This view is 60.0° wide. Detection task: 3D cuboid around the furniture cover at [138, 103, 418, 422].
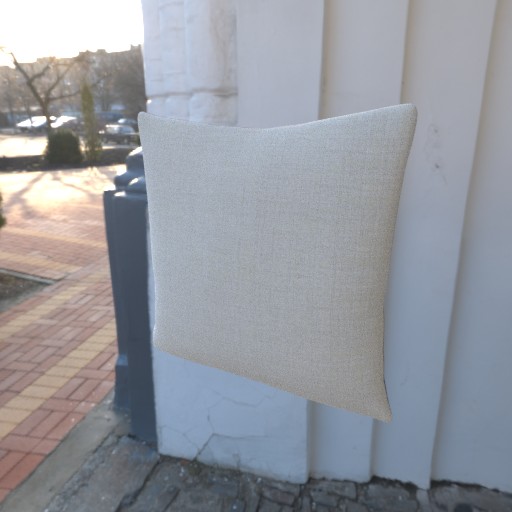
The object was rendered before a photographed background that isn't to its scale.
[{"bbox_3d":[0.000,0.000,0.657,0.435,0.420,0.145,10,20,29],"label":"furniture cover"}]
